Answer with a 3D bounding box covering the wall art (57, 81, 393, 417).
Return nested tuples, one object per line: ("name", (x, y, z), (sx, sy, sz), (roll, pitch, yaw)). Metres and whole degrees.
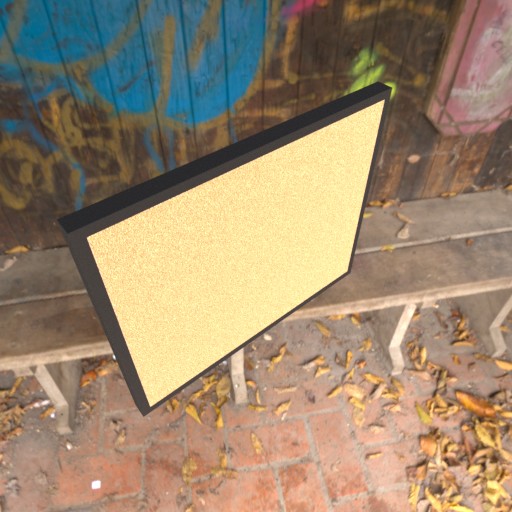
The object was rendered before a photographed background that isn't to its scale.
("wall art", (0.000, 0.000, 0.774), (0.554, 0.454, 0.030), (-30, 53, -26))
